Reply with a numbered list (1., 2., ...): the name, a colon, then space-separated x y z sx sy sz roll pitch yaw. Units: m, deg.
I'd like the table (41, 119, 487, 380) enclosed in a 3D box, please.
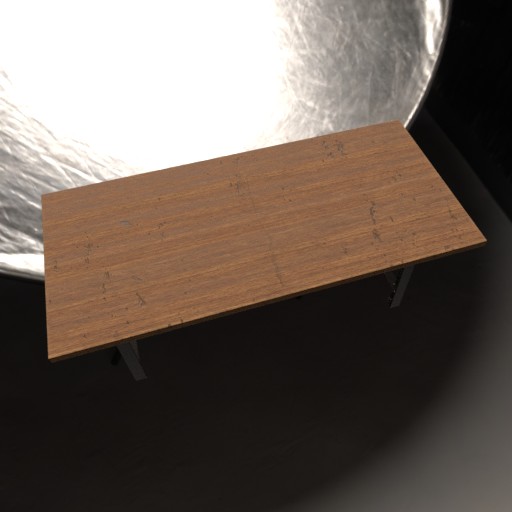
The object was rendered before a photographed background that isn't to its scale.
1. table: 0.000 0.000 2.692 2.200 0.757 1.000 -14 57 -9
